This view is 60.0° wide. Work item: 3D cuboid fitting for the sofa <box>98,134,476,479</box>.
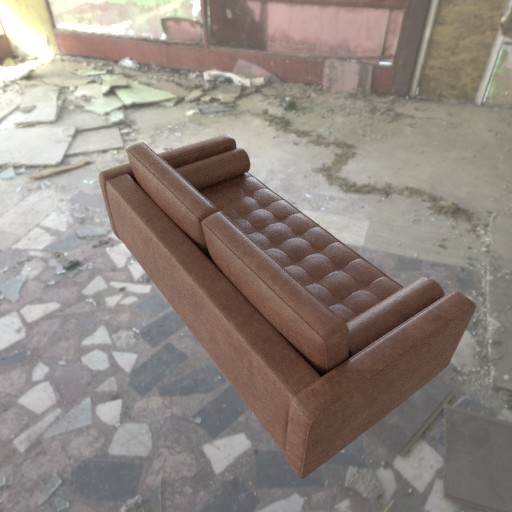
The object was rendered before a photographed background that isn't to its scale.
[{"bbox_3d":[0.000,0.000,2.260,0.910,0.760,1.870,-25,47,-26],"label":"sofa"}]
